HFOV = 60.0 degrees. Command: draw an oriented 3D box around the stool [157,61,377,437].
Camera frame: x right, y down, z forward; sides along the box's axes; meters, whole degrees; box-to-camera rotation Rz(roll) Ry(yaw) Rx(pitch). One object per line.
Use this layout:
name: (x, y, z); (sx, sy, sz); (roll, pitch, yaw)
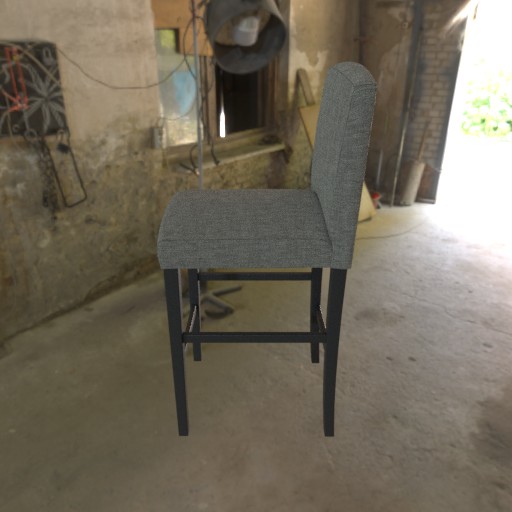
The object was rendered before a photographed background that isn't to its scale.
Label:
stool: (0.000, 0.000, 1.417); (0.552, 1.138, 0.451); (0, 25, 0)
